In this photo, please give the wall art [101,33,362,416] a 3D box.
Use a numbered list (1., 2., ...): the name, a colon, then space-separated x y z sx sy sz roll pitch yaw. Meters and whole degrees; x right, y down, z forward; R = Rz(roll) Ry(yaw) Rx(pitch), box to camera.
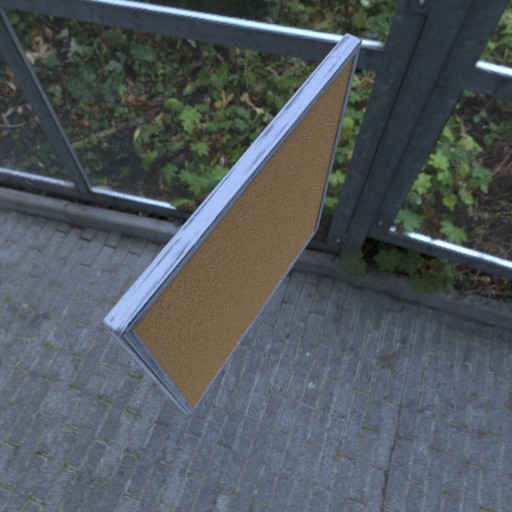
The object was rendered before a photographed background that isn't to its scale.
1. wall art: 0.000 0.000 1.113 0.037 0.761 0.761 30 66 15
